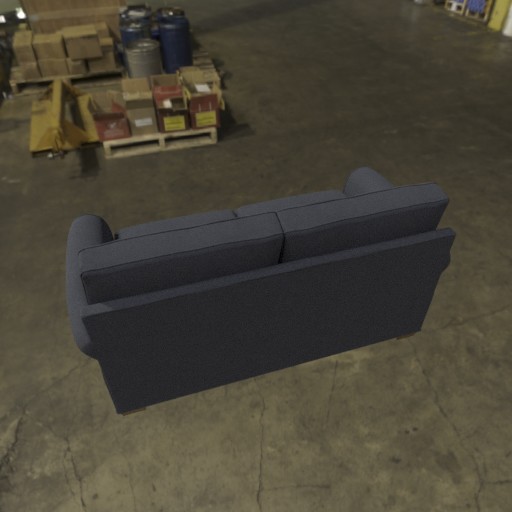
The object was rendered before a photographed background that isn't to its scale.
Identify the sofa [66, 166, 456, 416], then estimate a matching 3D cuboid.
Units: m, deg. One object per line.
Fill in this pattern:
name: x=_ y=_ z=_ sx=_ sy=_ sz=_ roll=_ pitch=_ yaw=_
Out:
sofa: x=0.000 y=0.000 z=2.520 sx=2.009 sy=1.031 sz=0.951 roll=-12 pitch=43 yaw=-13
